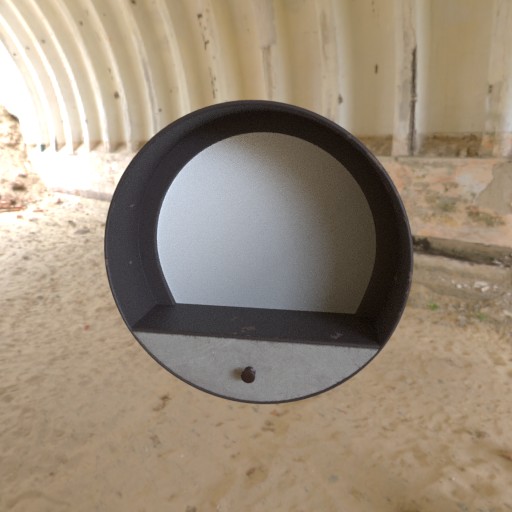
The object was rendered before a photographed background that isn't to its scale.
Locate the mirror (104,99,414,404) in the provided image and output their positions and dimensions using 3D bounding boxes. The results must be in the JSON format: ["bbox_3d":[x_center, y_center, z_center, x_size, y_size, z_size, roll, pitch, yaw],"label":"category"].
[{"bbox_3d":[0.000,0.000,0.589,0.386,0.386,0.126,2,14,9],"label":"mirror"}]
